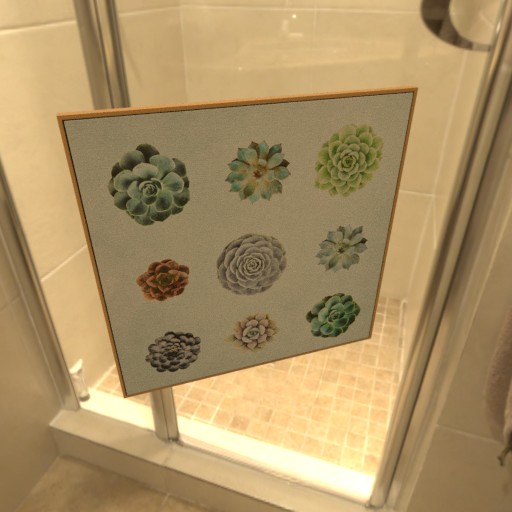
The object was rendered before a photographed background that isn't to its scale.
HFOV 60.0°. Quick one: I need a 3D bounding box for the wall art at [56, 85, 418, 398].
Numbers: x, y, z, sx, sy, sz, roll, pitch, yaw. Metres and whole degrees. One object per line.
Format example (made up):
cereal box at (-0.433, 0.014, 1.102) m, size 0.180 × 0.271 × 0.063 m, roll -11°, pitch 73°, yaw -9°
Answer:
wall art at (0.000, 0.000, 0.664) m, size 0.457 × 0.455 × 0.013 m, roll -10°, pitch 34°, yaw -15°
